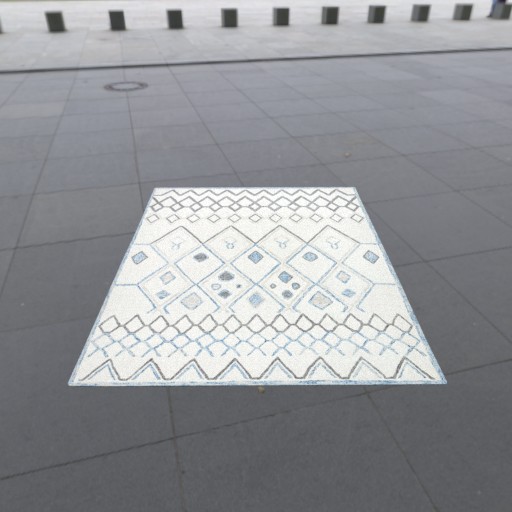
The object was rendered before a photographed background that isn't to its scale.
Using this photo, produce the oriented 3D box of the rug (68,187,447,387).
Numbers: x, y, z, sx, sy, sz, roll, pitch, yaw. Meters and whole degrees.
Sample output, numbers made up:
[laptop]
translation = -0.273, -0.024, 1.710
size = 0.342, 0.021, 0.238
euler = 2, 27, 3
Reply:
[rug]
translation = 0.000, 0.000, 4.117
size = 2.441, 0.013, 3.056
euler = 0, 33, 0
